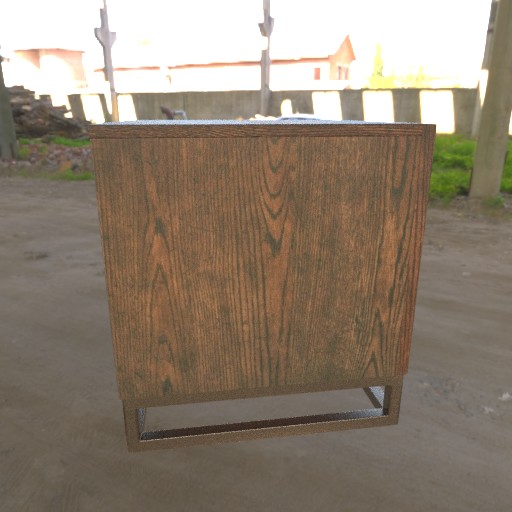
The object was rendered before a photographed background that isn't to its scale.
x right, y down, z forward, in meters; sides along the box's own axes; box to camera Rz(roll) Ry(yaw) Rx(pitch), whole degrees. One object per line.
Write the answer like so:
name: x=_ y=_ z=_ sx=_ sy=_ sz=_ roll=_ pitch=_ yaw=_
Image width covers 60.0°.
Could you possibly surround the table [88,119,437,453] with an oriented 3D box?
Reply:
table: x=0.000 y=0.000 z=1.002 sx=0.566 sy=0.582 sz=0.506 roll=-3 pitch=18 yaw=-8
